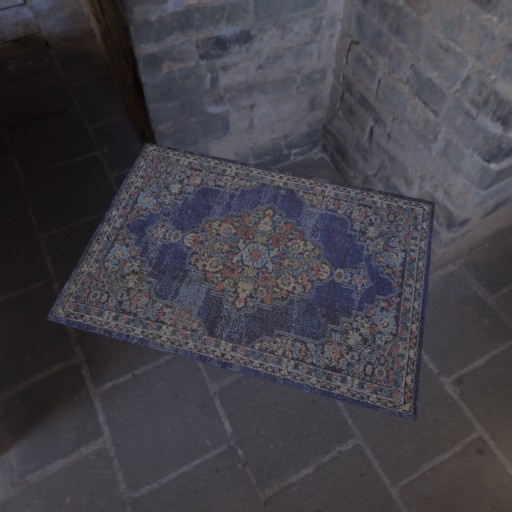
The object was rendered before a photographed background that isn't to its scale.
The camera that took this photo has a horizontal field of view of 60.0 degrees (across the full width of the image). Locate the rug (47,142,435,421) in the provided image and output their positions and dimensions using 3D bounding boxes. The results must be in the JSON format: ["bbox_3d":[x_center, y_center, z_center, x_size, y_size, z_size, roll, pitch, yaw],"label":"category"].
[{"bbox_3d":[0.000,0.000,3.861,2.940,0.011,2.053,13,59,8],"label":"rug"}]
